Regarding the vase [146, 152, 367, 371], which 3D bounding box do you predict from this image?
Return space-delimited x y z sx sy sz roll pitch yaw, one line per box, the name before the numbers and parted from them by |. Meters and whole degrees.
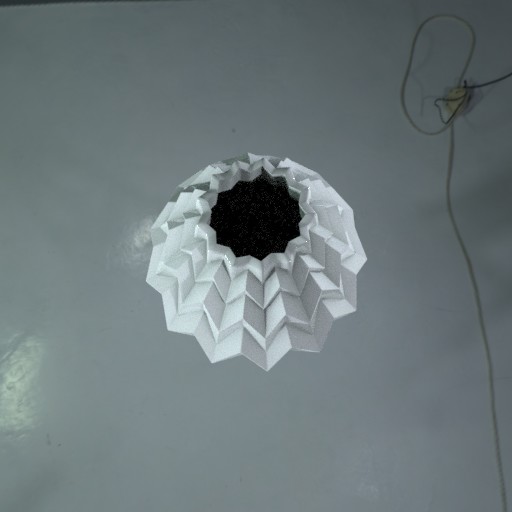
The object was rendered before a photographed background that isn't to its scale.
vase | 0.000 0.000 0.320 0.164 0.185 0.164 0 76 0
